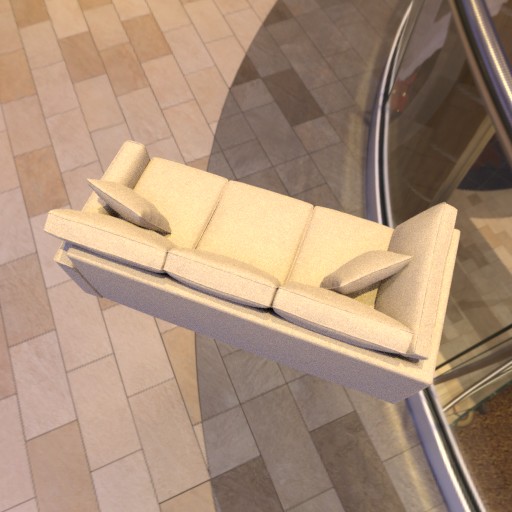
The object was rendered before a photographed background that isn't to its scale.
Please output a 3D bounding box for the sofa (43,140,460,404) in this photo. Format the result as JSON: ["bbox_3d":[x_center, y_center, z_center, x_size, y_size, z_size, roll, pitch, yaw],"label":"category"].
[{"bbox_3d":[0.000,0.000,2.910,2.317,0.962,1.061,18,65,9],"label":"sofa"}]
